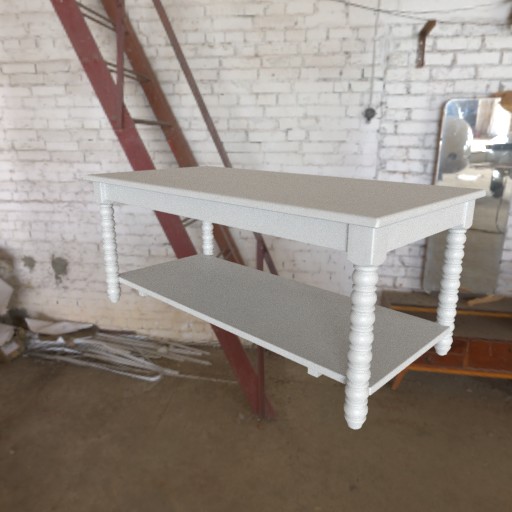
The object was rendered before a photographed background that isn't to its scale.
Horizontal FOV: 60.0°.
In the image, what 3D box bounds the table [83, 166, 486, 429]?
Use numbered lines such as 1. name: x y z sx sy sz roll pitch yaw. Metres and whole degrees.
1. table: 0.000 0.000 1.448 1.171 0.487 0.580 15 22 42
